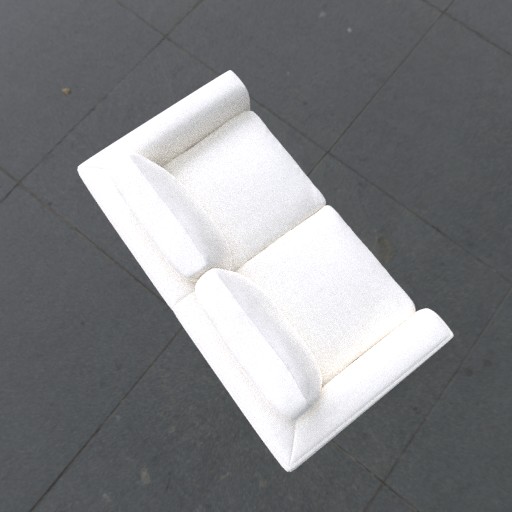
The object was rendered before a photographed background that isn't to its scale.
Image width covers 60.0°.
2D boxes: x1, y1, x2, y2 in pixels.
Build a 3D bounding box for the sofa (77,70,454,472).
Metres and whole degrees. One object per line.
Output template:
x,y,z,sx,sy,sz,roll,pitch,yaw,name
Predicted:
0.000,0.000,2.428,1.069,0.801,1.920,-36,78,-9,sofa
